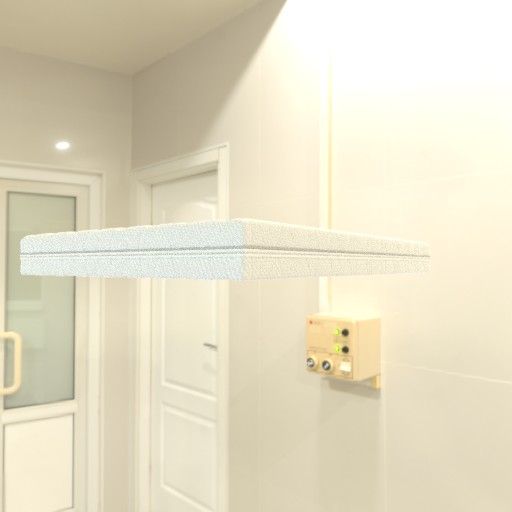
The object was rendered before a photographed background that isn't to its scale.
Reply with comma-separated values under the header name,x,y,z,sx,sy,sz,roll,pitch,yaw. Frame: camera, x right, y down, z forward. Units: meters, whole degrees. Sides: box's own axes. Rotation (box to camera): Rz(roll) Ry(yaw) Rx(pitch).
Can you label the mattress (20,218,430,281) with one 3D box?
name,x,y,z,sx,sy,sz,roll,pitch,yaw
mattress,0.000,0.000,2.547,1.400,0.200,2.000,-1,-1,37
